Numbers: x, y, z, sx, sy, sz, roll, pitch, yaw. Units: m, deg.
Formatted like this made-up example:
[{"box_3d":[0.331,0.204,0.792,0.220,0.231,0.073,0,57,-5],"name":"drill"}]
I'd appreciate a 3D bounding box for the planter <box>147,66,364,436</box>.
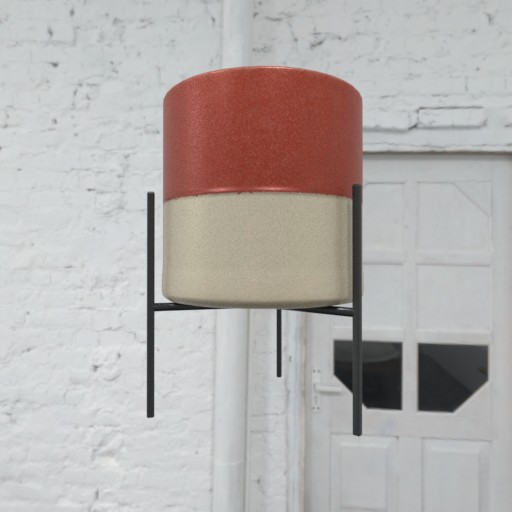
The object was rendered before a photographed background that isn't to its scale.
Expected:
[{"box_3d":[0.000,0.000,0.525,0.251,0.354,0.235,0,0,-17],"name":"planter"}]
